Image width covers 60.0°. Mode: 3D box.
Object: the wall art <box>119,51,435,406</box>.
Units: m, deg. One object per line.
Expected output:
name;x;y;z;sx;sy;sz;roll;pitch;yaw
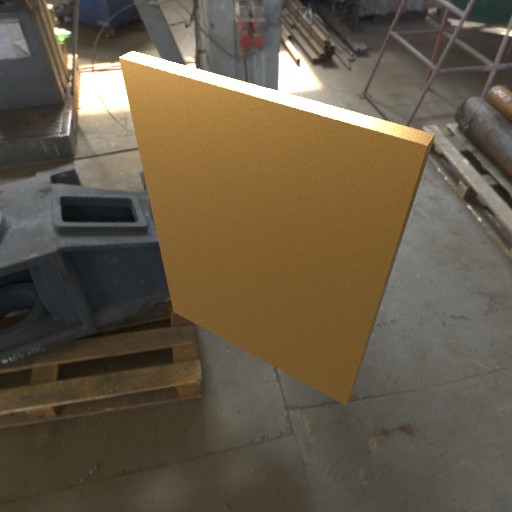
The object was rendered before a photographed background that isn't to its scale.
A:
wall art;0.000;0.000;1.054;0.610;0.812;0.038;24;50;22
